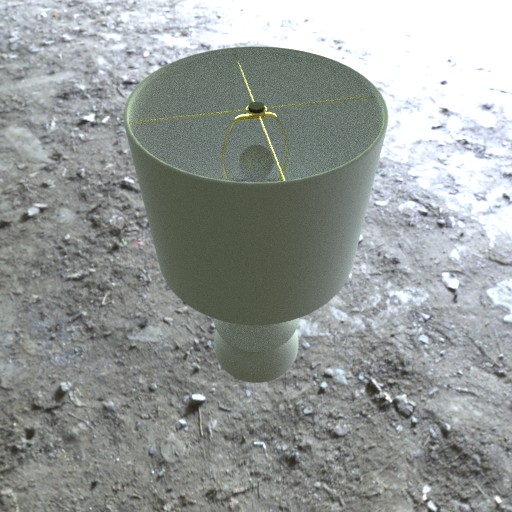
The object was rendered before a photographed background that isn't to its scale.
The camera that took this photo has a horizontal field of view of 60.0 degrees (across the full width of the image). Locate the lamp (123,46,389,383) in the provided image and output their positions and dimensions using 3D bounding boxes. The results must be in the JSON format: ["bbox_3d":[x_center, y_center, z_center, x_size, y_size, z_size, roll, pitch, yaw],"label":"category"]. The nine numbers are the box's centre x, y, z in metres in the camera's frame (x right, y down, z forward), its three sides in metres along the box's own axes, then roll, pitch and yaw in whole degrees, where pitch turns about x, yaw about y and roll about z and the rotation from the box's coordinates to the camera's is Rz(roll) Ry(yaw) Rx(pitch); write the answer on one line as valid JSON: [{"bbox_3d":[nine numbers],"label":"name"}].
[{"bbox_3d":[0.000,0.000,0.710,0.301,0.533,0.301,-9,49,-8],"label":"lamp"}]
